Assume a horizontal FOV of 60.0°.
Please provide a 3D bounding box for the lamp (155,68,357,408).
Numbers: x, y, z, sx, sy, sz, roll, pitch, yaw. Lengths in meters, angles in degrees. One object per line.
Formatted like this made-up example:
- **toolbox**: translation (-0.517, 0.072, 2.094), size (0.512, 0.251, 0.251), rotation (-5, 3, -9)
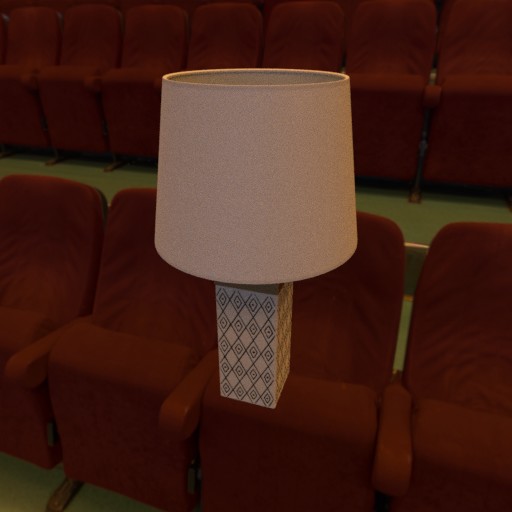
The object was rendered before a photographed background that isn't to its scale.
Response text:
- **lamp**: translation (0.000, 0.000, 0.575), size (0.251, 0.435, 0.251), rotation (0, 27, 0)
